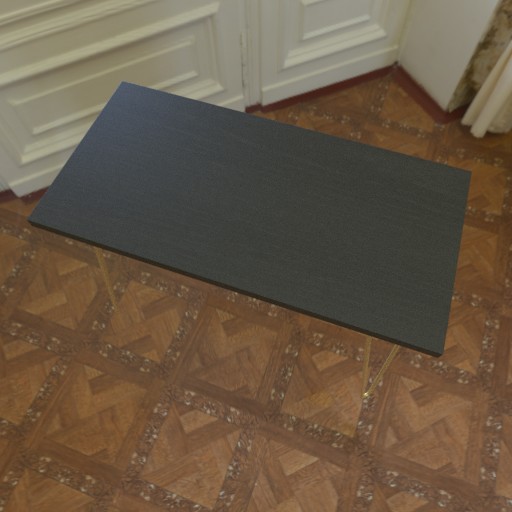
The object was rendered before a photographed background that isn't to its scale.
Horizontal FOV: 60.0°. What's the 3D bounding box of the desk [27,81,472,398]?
[{"bbox_3d":[0.000,0.000,1.389,0.991,0.660,0.499,17,64,9],"label":"desk"}]
